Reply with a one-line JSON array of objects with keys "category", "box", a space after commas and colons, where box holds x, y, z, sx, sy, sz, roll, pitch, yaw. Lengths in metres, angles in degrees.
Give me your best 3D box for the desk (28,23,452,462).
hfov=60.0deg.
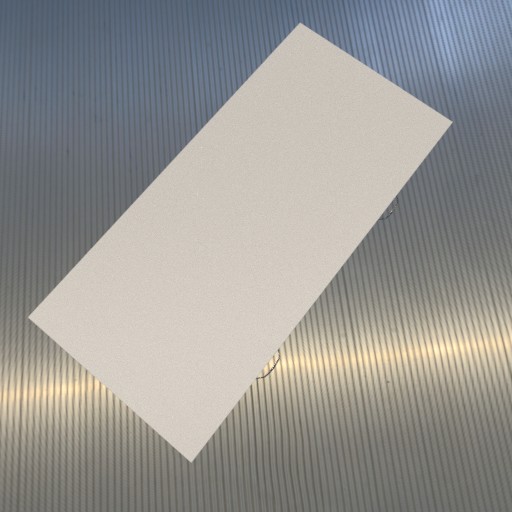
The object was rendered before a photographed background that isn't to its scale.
[{"category": "desk", "box": [0.000, 0.000, 1.478, 0.525, 0.780, 1.057, 38, 78, 9]}]
